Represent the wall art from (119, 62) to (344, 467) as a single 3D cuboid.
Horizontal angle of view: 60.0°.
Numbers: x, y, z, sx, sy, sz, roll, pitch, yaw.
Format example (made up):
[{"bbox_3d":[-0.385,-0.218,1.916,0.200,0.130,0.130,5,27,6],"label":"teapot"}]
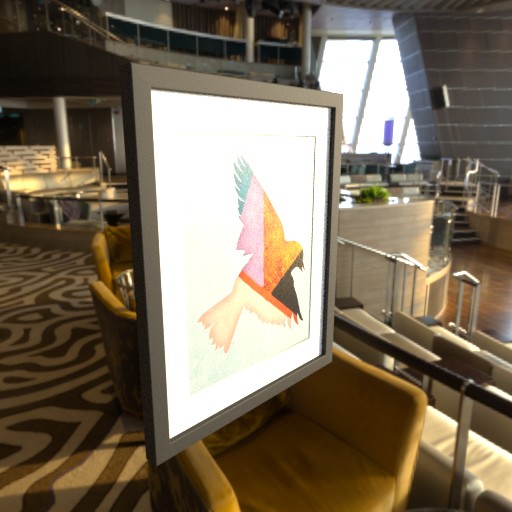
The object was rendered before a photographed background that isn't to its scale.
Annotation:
[{"bbox_3d":[0.000,0.000,0.758,0.028,0.558,0.457,13,19,42],"label":"wall art"}]
